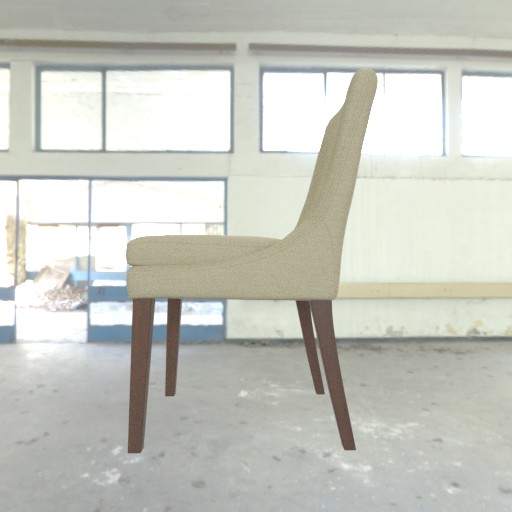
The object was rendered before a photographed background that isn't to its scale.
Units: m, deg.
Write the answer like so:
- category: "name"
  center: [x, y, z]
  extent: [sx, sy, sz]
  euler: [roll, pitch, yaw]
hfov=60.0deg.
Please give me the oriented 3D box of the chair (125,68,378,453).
- category: "chair"
  center: [0.000, 0.000, 1.295]
  extent: [0.638, 0.940, 0.515]
  euler: [0, -1, -1]
